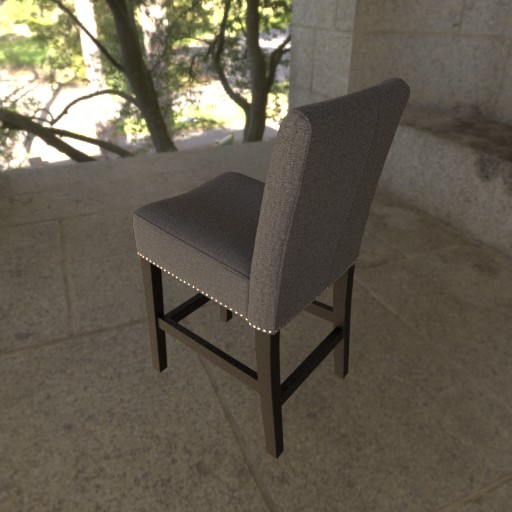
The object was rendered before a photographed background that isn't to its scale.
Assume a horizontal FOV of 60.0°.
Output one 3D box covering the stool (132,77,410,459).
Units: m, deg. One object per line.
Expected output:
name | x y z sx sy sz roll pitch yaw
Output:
stool | 0.000 0.000 1.173 0.571 0.885 0.427 21 36 32
